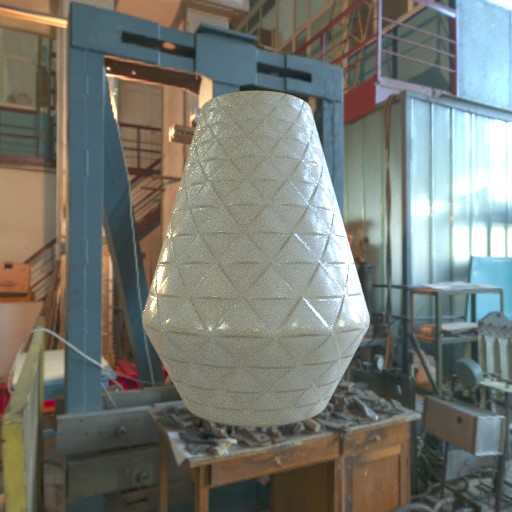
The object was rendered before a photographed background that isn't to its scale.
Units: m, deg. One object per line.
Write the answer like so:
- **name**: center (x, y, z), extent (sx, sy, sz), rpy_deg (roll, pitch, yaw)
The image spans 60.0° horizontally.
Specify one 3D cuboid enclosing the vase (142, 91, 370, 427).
- **vase**: center (0.000, 0.000, 0.352), extent (0.175, 0.230, 0.175), rpy_deg (0, -1, 0)
